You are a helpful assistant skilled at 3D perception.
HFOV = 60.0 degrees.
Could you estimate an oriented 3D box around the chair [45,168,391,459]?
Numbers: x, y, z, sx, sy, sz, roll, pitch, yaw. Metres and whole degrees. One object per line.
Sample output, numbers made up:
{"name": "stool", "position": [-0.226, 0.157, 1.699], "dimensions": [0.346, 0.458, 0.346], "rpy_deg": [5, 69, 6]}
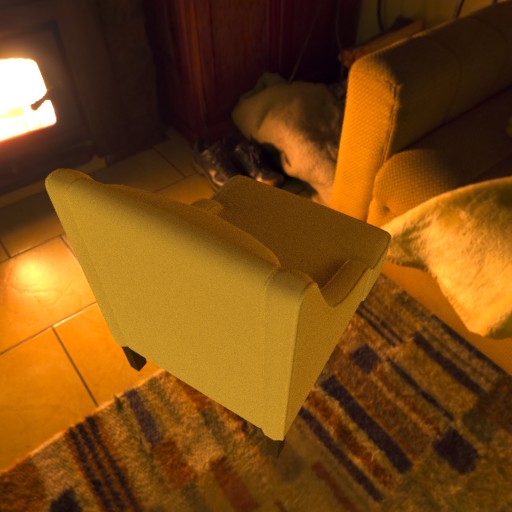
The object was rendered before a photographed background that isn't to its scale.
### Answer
{"name": "chair", "position": [0.000, 0.000, 1.443], "dimensions": [0.689, 0.886, 0.806], "rpy_deg": [25, 52, 21]}
